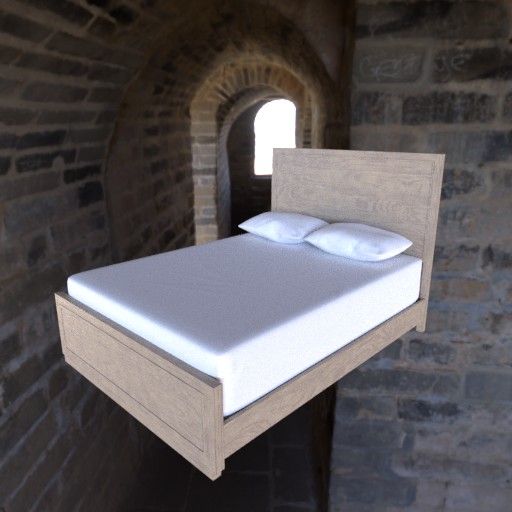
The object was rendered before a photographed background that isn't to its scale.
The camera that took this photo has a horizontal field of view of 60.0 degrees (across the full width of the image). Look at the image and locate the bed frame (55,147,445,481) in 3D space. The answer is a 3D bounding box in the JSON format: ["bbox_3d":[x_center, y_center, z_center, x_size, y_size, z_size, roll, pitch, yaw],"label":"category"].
[{"bbox_3d":[0.000,0.000,3.104,1.606,1.369,2.189,15,22,42],"label":"bed frame"}]
